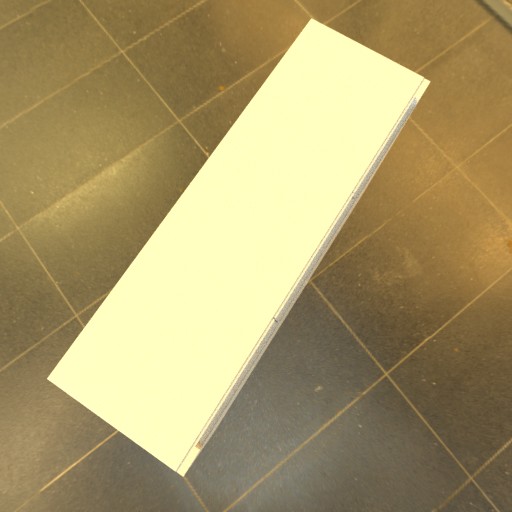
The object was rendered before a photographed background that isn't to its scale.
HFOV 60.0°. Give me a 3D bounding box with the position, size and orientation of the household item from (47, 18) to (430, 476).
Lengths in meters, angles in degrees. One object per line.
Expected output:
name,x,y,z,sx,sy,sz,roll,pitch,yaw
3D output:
household item,0.000,0.000,1.649,0.420,0.867,1.300,32,78,8
